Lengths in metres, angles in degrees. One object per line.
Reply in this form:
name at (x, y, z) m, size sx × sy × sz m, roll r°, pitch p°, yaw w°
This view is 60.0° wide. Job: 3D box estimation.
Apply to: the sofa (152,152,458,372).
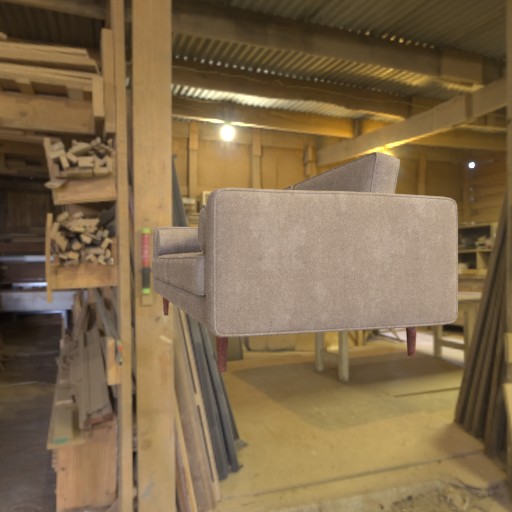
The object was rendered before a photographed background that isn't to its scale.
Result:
sofa at (0.000, 0.000, 2.300) m, size 0.920 × 0.769 × 1.883 m, roll 0°, pitch 0°, yaw -18°
